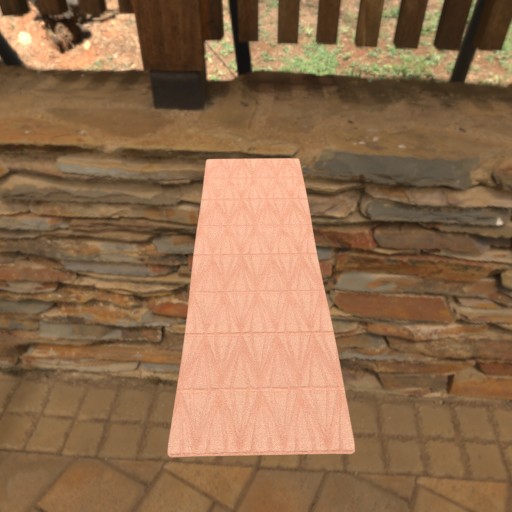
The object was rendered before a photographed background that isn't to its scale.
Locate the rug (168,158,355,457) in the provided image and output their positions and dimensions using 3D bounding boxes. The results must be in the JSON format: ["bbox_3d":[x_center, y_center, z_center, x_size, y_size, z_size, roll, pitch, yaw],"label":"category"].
[{"bbox_3d":[0.000,0.000,2.682,0.760,0.015,2.435,-1,40,-1],"label":"rug"}]
